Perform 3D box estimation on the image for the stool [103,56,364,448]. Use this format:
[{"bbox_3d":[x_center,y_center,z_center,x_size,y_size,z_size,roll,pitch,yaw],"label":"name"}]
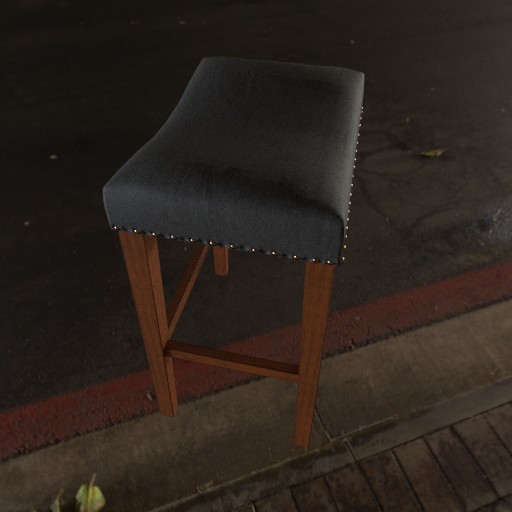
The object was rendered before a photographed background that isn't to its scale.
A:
[{"bbox_3d":[0.000,0.000,0.859,0.320,0.612,0.439,9,46,9],"label":"stool"}]
